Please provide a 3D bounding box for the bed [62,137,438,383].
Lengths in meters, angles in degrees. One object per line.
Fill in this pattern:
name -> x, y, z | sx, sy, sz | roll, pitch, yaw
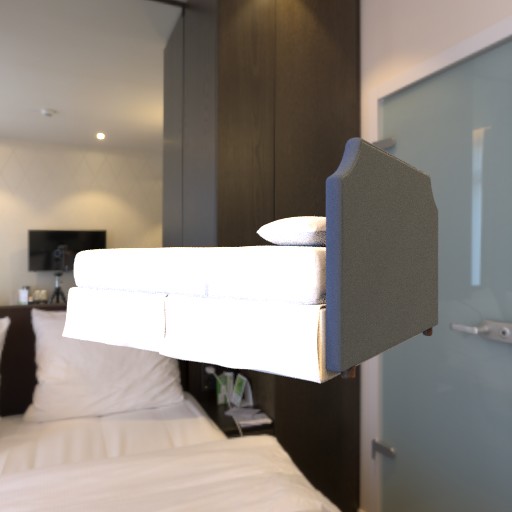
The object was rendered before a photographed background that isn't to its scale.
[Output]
bed -> 0.000, 0.000, 4.207 | 2.773, 1.488, 2.350 | 0, 0, 36
